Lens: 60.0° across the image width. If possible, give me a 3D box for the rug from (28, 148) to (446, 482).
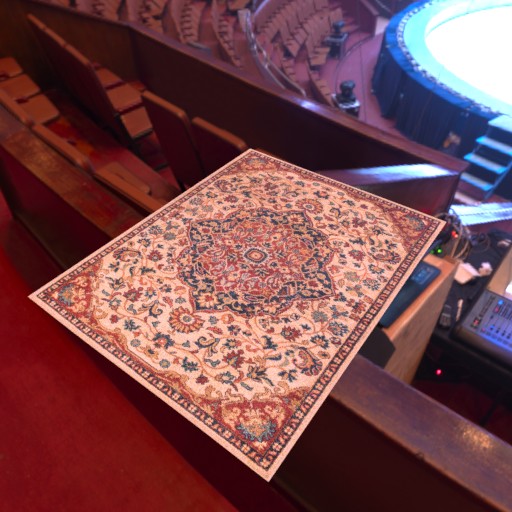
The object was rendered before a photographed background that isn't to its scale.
[{"bbox_3d":[0.000,0.000,4.048,2.454,0.005,3.067,27,49,26],"label":"rug"}]
